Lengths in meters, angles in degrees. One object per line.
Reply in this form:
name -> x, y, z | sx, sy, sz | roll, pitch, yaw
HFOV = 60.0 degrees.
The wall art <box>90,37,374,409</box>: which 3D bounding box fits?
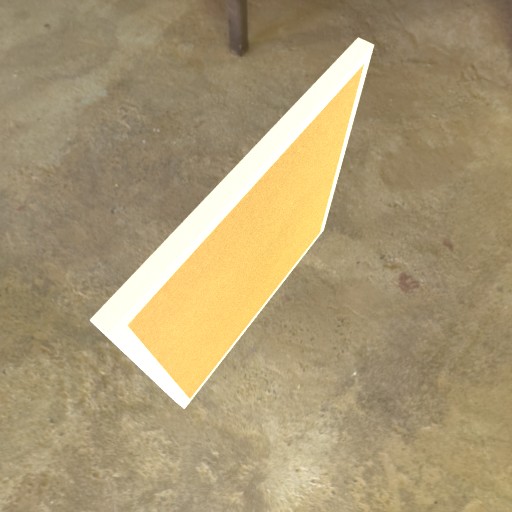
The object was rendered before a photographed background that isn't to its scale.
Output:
wall art -> 0.000, 0.000, 1.119 | 0.038, 0.761, 0.763 | 34, 68, 15
